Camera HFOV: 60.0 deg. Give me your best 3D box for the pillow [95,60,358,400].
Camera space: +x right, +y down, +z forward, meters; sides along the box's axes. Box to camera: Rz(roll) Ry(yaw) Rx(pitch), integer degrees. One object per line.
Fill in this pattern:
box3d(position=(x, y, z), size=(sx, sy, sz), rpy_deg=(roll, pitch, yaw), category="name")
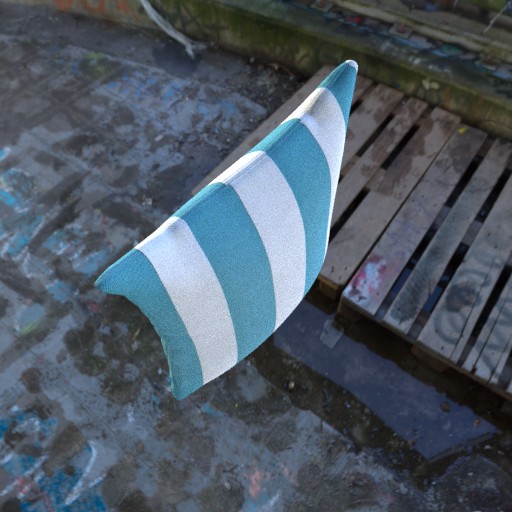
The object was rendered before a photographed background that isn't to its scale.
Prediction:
box3d(position=(0.000, 0.000, 0.811), size=(0.189, 0.526, 0.536), rpy_deg=(34, 64, 19), category="pillow")
